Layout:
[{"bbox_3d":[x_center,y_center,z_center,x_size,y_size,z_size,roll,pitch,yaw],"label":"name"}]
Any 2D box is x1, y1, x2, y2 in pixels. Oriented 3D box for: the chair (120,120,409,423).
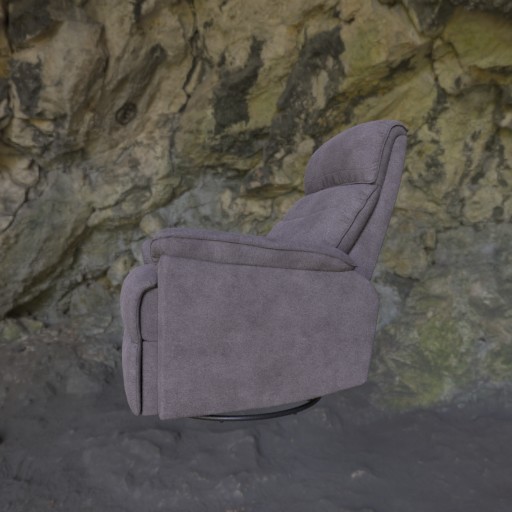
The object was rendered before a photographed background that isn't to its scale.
[{"bbox_3d":[0.000,0.000,1.721,1.009,1.036,0.830,0,0,-17],"label":"chair"}]
